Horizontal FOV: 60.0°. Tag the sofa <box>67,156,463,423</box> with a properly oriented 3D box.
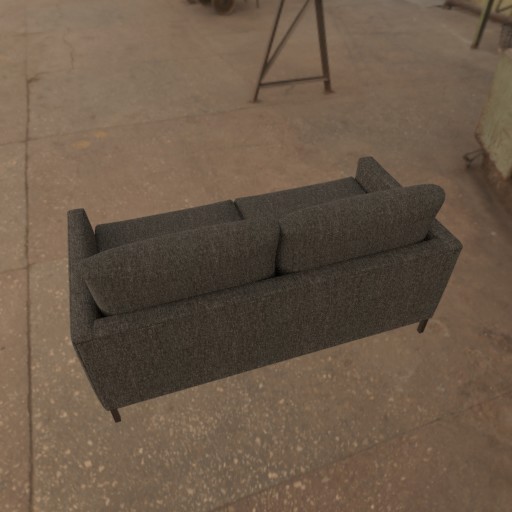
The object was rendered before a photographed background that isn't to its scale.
[{"bbox_3d":[0.000,0.000,2.214,1.716,0.862,0.866,-13,44,-14],"label":"sofa"}]
